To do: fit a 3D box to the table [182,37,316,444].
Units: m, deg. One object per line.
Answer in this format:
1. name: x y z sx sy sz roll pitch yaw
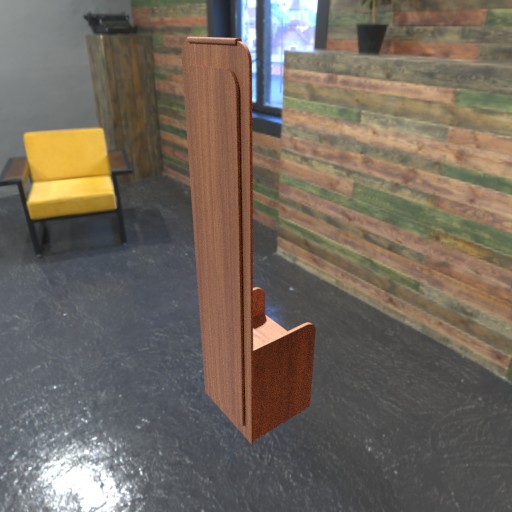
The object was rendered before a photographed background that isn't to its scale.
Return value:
1. table: 0.000 0.000 2.065 0.420 1.830 0.450 -19 33 -32
